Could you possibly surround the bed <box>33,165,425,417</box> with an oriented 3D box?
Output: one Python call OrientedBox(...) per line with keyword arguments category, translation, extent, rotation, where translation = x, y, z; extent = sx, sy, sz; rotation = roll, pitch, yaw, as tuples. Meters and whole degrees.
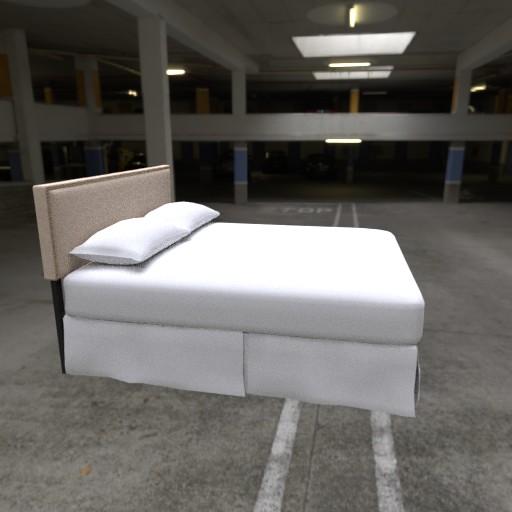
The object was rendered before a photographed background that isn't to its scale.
OrientedBox(category="bed", translation=(0.000, 0.000, 2.820), extent=(1.876, 1.016, 1.616), rotation=(3, 15, 11))
